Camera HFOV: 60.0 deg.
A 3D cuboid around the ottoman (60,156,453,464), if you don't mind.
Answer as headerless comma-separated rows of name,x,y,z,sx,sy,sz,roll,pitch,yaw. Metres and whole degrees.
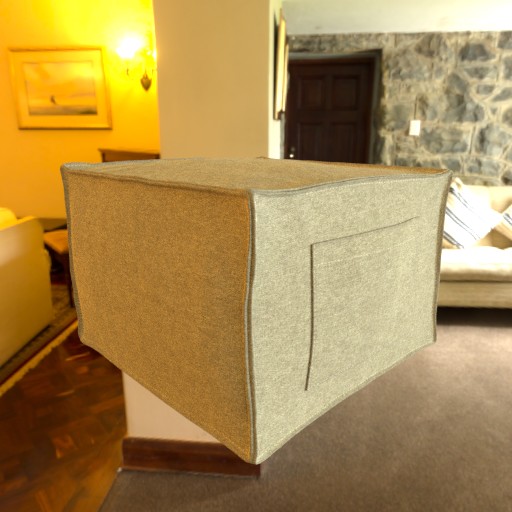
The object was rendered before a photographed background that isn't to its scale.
ottoman,0.000,0.000,1.107,0.707,0.470,0.696,-14,21,-42
